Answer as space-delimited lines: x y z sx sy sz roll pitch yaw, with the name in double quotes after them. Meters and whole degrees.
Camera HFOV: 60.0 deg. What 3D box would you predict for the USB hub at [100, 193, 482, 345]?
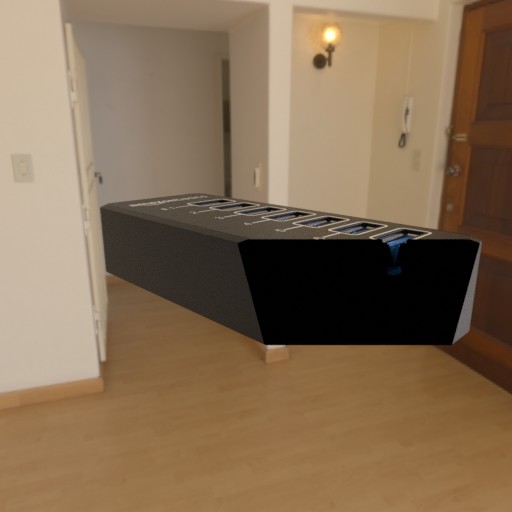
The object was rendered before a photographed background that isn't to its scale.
0.000 0.000 0.129 0.044 0.023 0.110 -15 21 -42 "USB hub"
